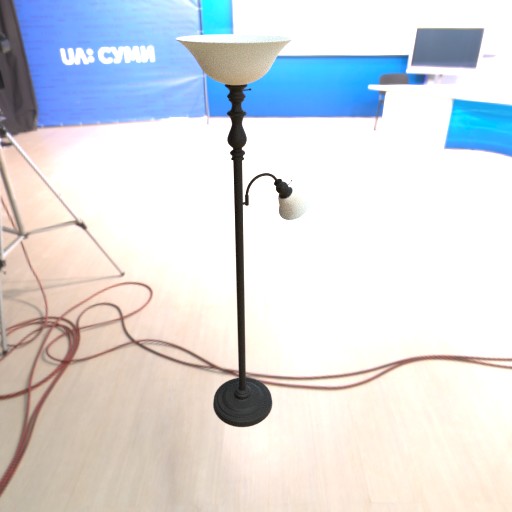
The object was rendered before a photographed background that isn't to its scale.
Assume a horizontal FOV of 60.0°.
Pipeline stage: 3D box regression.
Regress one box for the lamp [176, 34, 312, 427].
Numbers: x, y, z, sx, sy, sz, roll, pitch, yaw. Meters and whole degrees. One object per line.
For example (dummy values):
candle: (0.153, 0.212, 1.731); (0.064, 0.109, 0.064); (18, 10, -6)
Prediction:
lamp: (0.000, 0.000, 2.019); (0.588, 1.793, 0.405); (-22, 36, -33)
